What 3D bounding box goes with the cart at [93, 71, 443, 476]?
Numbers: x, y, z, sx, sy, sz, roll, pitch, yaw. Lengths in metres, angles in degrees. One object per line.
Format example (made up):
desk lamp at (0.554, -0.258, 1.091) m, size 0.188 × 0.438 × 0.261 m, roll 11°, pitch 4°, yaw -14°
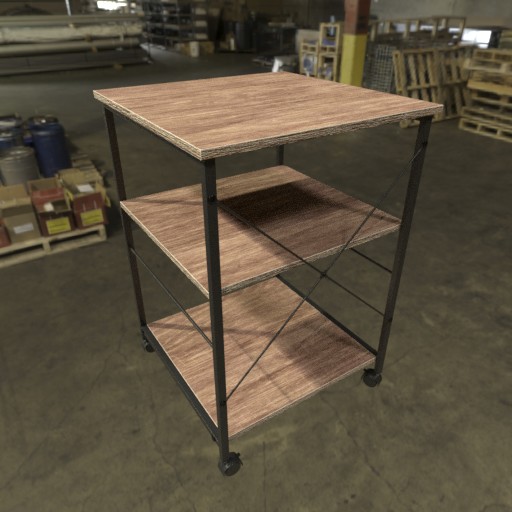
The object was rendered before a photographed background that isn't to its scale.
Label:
cart at (0.000, 0.000, 1.109) m, size 0.521 × 0.762 × 0.520 m, roll -18°, pitch 35°, yaw -28°
